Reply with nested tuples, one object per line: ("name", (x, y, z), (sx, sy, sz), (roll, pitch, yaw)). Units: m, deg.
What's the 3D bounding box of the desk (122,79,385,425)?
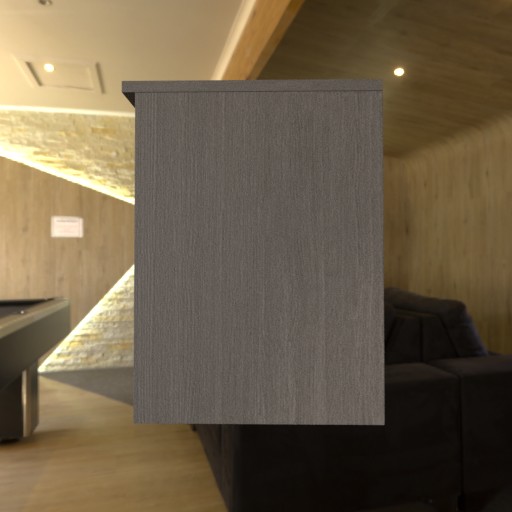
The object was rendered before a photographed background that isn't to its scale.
("desk", (0.000, 0.000, 1.487), (0.557, 0.729, 1.099), (0, -1, 1))
